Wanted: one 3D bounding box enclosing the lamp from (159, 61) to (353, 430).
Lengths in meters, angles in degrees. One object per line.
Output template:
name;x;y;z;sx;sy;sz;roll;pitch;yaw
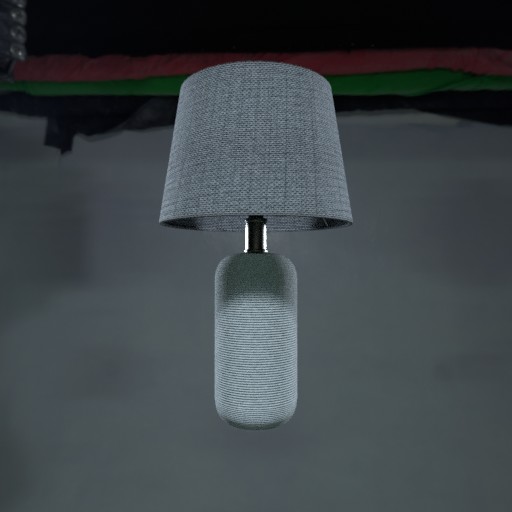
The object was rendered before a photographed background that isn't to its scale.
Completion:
lamp;0.000;0.000;0.586;0.251;0.429;0.251;0;-1;0
